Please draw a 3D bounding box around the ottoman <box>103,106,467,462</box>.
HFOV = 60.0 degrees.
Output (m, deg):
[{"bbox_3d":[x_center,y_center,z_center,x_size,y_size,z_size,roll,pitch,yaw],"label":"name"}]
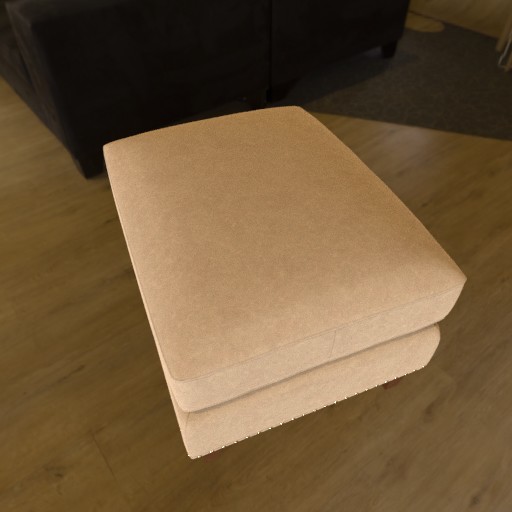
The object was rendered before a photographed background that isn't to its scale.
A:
[{"bbox_3d":[0.000,0.000,1.109,0.584,0.513,0.741,-16,48,-15],"label":"ottoman"}]
